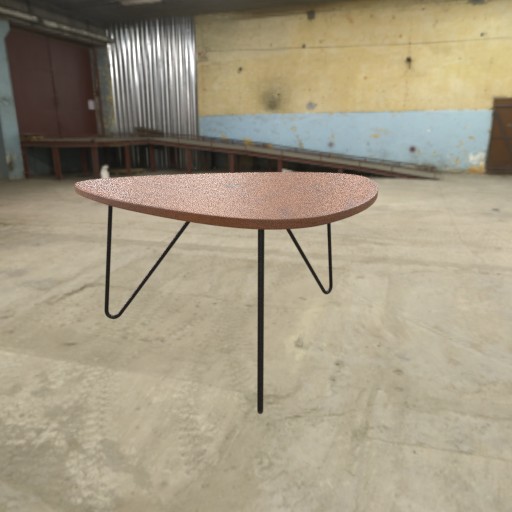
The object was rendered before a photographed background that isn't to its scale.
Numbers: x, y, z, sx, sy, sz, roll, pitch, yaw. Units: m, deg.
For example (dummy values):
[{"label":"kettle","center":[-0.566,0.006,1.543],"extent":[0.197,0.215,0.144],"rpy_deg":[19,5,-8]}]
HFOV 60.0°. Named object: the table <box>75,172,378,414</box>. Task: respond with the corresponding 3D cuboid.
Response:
[{"label":"table","center":[0.000,0.000,1.263],"extent":[0.821,0.413,0.833],"rpy_deg":[-15,22,-42]}]
